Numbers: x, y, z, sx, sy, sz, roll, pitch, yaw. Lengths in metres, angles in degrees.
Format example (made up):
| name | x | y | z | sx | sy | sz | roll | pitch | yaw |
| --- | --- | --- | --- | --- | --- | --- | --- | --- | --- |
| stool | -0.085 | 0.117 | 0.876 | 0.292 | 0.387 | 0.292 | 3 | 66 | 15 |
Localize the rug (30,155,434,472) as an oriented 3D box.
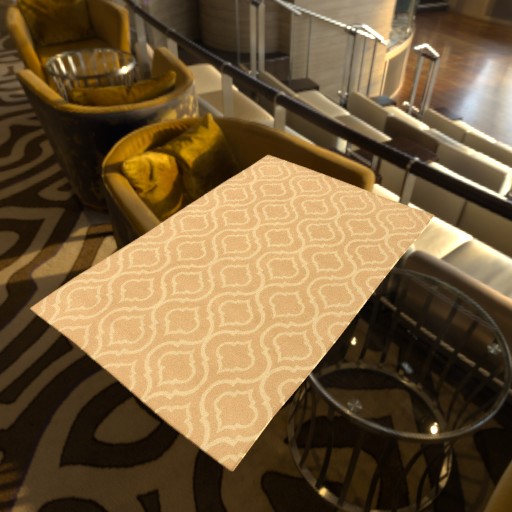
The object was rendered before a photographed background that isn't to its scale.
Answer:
| name | x | y | z | sx | sy | sz | roll | pitch | yaw |
| --- | --- | --- | --- | --- | --- | --- | --- | --- | --- |
| rug | 0.000 | 0.000 | 2.181 | 1.152 | 0.013 | 1.761 | 27 | 47 | 27 |
